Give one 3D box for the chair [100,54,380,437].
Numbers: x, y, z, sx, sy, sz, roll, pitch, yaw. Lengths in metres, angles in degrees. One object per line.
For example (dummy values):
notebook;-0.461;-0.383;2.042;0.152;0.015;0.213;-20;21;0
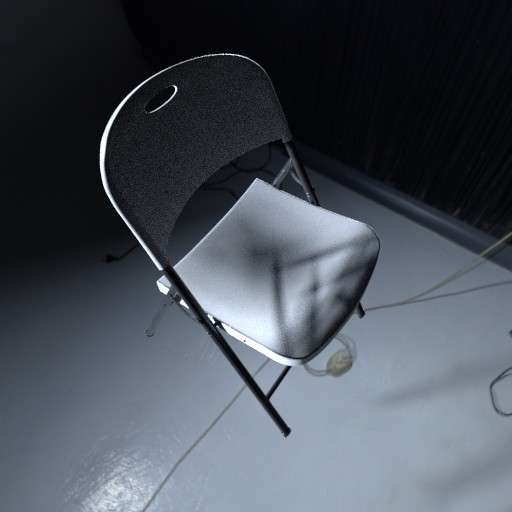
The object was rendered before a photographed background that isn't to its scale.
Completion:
chair;0.000;0.000;1.145;0.566;0.810;0.494;30;61;19
